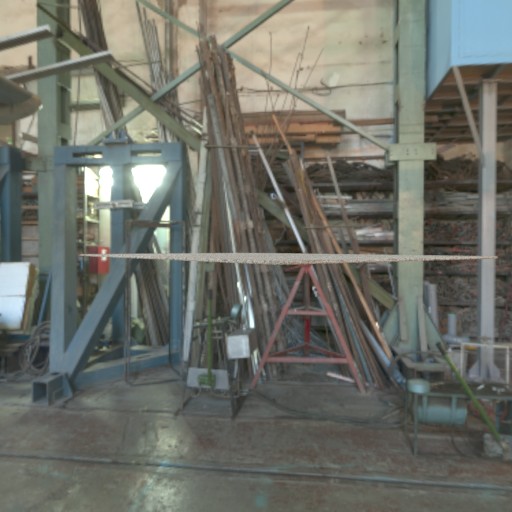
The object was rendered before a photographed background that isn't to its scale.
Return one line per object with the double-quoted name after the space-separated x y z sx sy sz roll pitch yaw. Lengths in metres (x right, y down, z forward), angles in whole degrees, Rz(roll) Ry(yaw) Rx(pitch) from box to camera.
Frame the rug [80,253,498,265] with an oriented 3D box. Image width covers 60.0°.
0.000 0.000 2.829 1.547 0.013 2.283 -1 1 -37 "rug"
